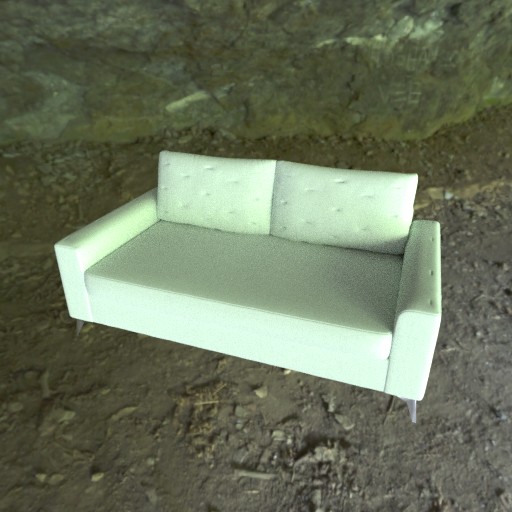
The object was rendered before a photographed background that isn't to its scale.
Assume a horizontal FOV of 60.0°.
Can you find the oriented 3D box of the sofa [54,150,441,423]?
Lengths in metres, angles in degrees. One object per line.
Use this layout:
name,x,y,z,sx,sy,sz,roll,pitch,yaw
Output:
sofa,0.000,0.000,2.148,1.650,0.790,0.920,9,28,18
